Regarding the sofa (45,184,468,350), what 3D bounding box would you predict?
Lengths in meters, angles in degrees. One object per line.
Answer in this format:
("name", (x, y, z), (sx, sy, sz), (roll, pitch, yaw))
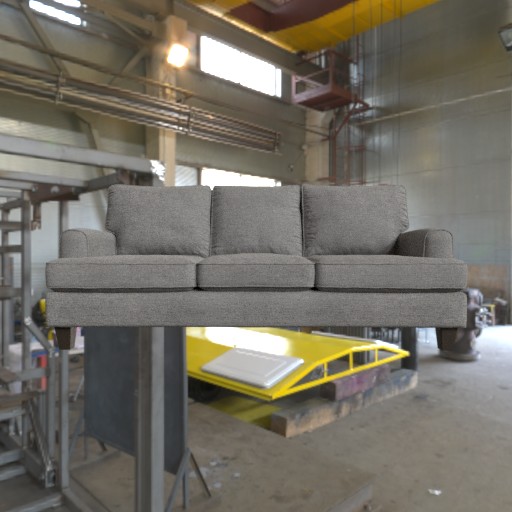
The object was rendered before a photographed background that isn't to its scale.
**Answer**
("sofa", (0.000, 0.000, 2.685), (2.158, 0.965, 0.951), (0, 0, 1))
